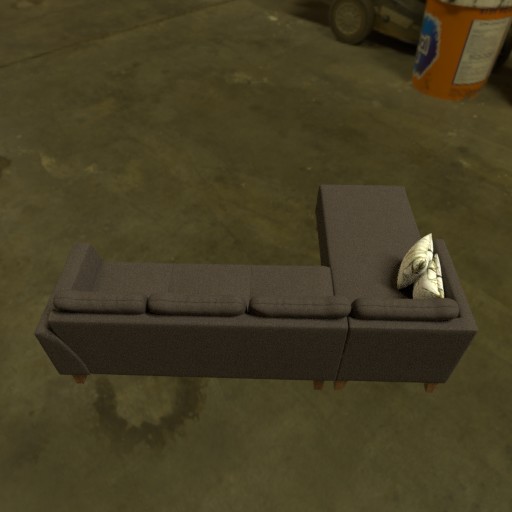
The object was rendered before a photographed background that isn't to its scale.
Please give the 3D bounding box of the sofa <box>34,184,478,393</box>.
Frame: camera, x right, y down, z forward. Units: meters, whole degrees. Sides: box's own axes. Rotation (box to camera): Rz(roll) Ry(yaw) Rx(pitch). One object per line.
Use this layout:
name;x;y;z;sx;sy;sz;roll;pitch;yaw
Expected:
sofa;0.000;0.000;3.471;2.679;0.932;1.829;1;46;1
